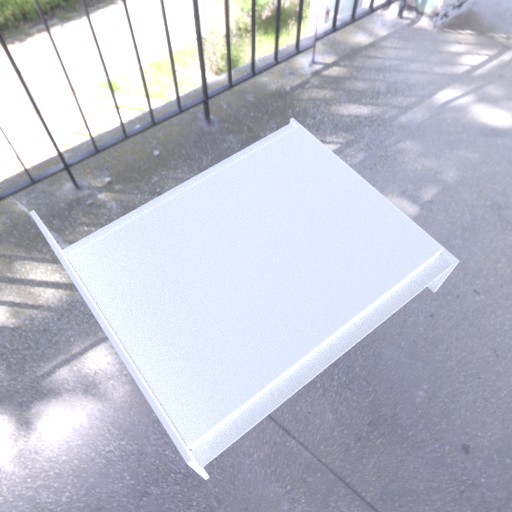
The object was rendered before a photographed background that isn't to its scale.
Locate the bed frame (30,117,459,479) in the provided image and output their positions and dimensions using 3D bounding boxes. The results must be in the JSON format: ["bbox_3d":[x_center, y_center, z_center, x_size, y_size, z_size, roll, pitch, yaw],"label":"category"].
[{"bbox_3d":[0.000,0.000,2.806,1.960,0.800,1.622,-33,64,-18],"label":"bed frame"}]
